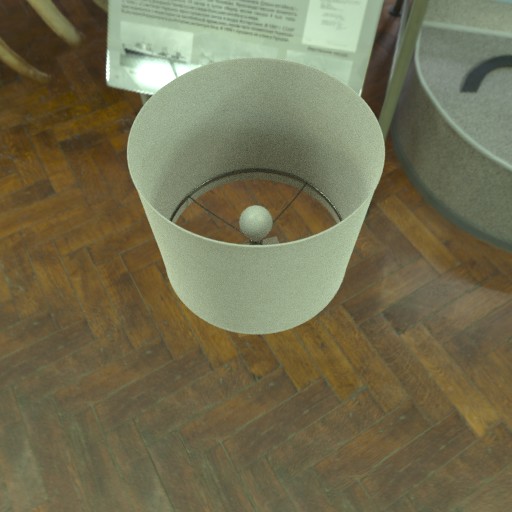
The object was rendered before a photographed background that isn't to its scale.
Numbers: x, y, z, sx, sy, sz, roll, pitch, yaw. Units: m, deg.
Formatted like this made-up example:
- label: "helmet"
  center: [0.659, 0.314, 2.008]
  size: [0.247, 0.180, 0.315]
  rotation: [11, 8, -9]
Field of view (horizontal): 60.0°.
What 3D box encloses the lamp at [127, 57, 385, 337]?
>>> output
- label: "lamp"
  center: [0.000, 0.000, 0.577]
  size: [0.229, 0.417, 0.229]
  rotation: [-14, 61, -8]
